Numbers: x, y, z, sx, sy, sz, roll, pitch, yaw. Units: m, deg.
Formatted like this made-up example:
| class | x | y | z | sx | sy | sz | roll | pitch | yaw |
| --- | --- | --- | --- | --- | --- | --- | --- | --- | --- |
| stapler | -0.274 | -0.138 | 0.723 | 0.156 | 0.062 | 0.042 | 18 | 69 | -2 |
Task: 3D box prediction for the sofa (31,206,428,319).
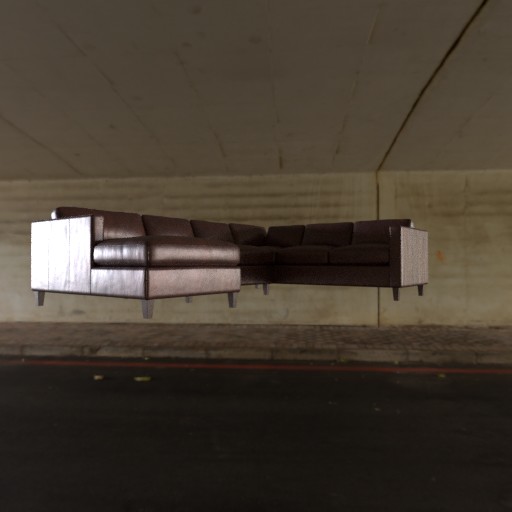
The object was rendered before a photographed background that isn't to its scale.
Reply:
| class | x | y | z | sx | sy | sz | roll | pitch | yaw |
| --- | --- | --- | --- | --- | --- | --- | --- | --- | --- |
| sofa | 0.000 | 0.000 | 4.475 | 2.452 | 0.891 | 3.324 | -1 | -1 | 37 |
